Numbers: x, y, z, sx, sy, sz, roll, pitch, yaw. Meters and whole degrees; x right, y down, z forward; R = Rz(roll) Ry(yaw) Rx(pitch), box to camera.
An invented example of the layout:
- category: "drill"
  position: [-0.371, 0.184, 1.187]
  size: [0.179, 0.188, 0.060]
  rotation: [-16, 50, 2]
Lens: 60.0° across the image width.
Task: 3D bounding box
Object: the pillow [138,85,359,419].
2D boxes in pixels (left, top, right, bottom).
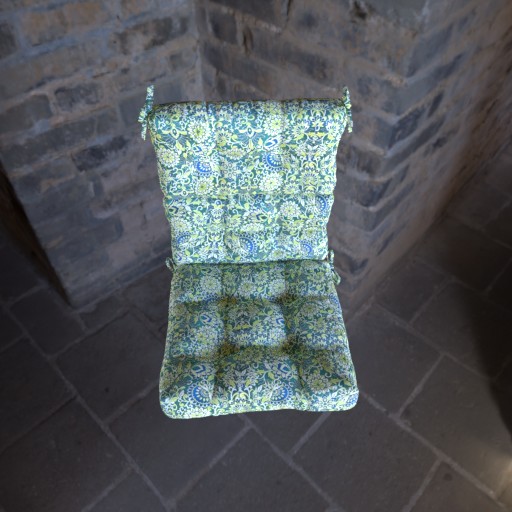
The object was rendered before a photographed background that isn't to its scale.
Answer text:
- category: "pillow"
  position: [0.000, 0.000, 1.064]
  size: [0.519, 0.605, 0.571]
  rotation: [-2, 48, -2]
